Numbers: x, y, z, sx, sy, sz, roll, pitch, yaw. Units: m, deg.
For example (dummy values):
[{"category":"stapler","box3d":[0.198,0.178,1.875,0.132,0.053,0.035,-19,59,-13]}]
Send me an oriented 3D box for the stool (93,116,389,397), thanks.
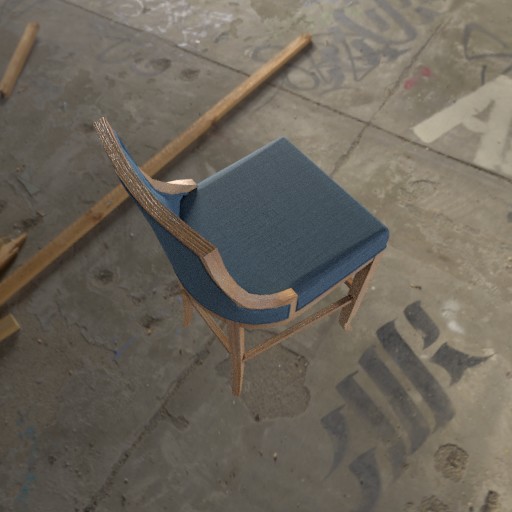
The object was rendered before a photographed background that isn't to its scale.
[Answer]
[{"category":"stool","box3d":[0.000,0.000,1.432,0.626,1.101,0.524,-33,64,-19]}]
